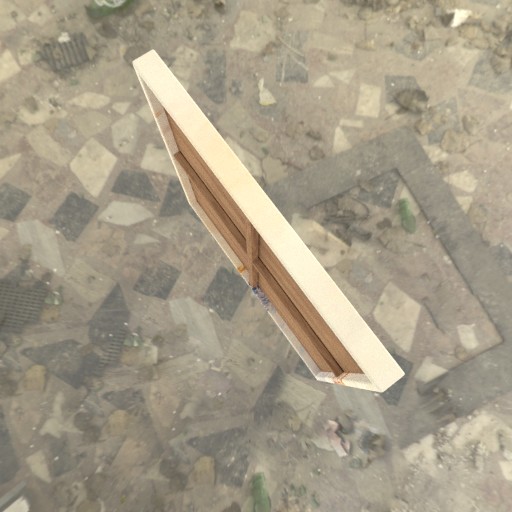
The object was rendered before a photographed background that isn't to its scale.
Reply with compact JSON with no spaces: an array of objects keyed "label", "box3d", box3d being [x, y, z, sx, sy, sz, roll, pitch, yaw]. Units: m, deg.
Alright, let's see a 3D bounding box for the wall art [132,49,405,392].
[{"label":"wall art","box3d":[0.000,0.000,1.616,0.071,1.061,1.061,-35,78,-8]}]
